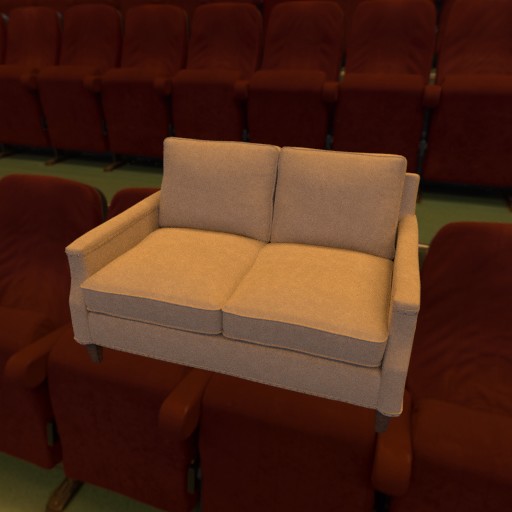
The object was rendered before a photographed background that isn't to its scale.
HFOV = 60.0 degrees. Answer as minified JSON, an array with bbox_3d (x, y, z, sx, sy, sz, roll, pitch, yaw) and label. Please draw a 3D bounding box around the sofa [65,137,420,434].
[{"bbox_3d":[0.000,0.000,2.299,1.597,1.002,1.084,8,28,16],"label":"sofa"}]
